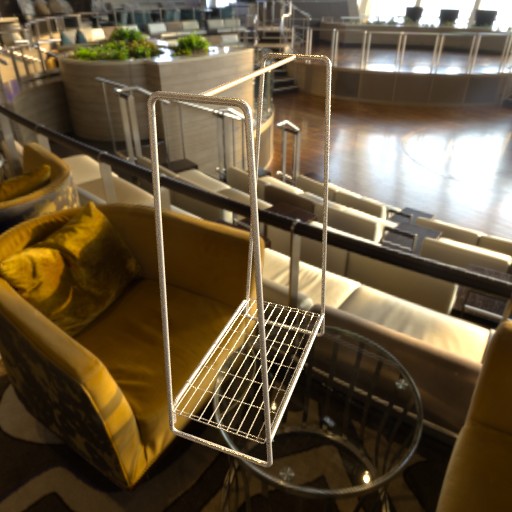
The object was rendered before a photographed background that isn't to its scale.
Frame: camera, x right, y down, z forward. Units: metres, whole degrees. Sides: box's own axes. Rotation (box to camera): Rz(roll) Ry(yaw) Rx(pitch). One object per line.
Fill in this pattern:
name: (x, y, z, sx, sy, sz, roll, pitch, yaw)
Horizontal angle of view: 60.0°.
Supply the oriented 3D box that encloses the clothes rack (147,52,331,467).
clothes rack: (0.000, 0.000, 1.913, 0.495, 1.500, 0.900, 12, 33, 18)
